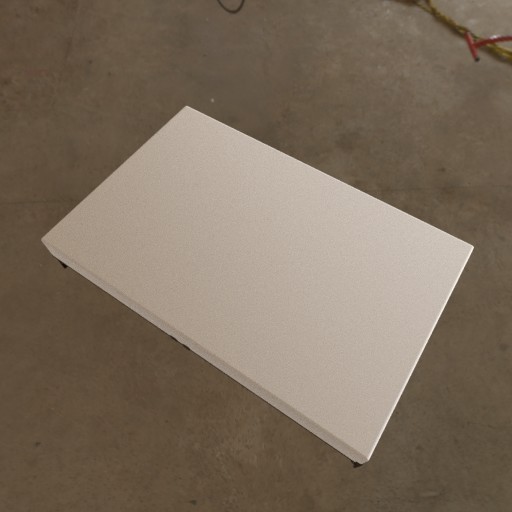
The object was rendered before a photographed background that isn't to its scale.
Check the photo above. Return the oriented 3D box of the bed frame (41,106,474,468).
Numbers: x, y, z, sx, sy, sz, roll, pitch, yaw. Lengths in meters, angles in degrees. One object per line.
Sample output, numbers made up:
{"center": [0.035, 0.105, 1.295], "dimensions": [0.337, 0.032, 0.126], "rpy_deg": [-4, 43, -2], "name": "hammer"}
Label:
{"center": [0.000, 0.000, 3.790], "dimensions": [2.987, 0.440, 1.930], "rpy_deg": [30, 64, 16], "name": "bed frame"}
